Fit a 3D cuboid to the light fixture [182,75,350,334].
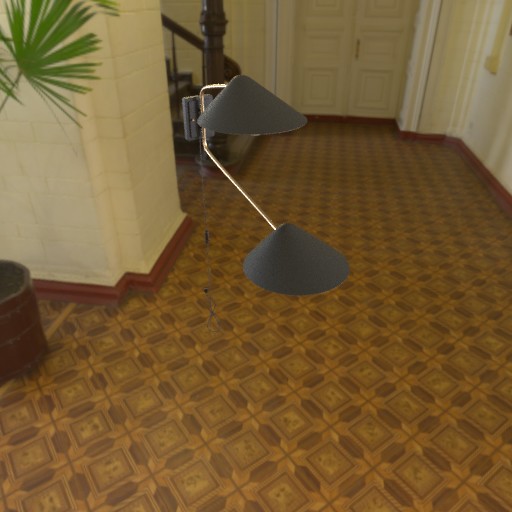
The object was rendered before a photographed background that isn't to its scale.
[{"bbox_3d":[0.000,0.000,0.883,0.189,0.665,0.422,-21,37,-31],"label":"light fixture"}]
